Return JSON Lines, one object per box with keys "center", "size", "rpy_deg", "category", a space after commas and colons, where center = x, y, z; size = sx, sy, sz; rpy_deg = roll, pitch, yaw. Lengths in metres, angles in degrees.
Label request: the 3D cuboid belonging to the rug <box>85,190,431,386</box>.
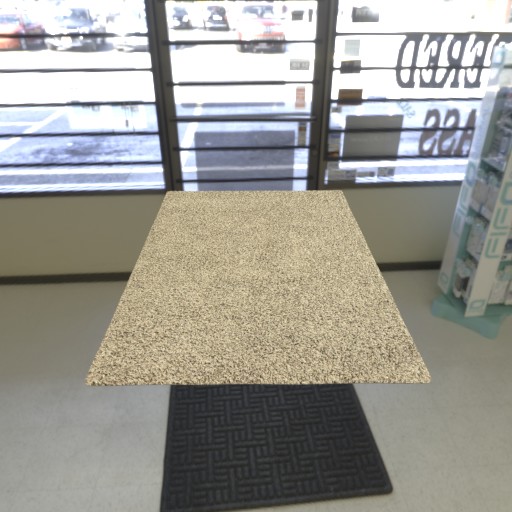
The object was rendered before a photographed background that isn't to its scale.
{"center": [0.000, 0.000, 2.320], "size": [1.219, 0.030, 1.778], "rpy_deg": [0, 30, -1], "category": "rug"}
